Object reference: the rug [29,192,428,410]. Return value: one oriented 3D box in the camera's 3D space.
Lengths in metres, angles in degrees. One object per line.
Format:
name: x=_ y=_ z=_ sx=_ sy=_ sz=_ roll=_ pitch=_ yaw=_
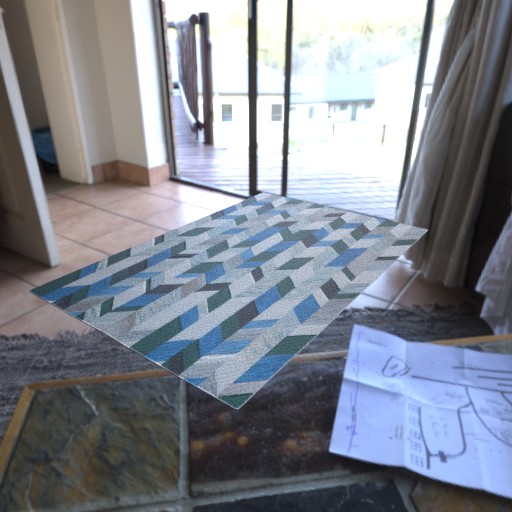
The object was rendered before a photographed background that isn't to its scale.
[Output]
rug: x=0.000 y=0.000 z=2.343 sx=1.229 sy=0.005 sz=1.827 roll=18 pitch=31 yaw=33
